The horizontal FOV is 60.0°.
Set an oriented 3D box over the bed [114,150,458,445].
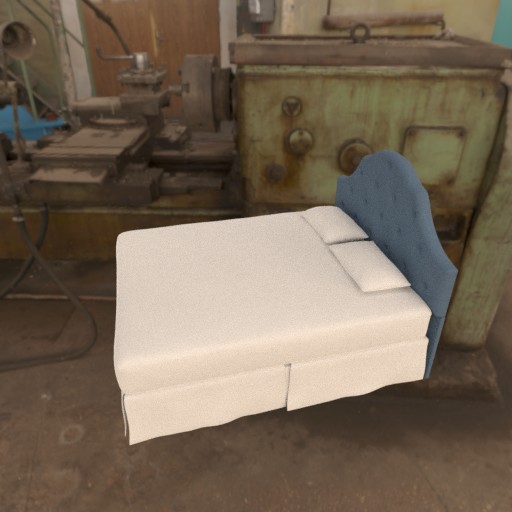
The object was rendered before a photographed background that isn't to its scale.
[{"bbox_3d":[0.000,0.000,3.835,2.477,1.617,2.039,-8,32,-12],"label":"bed"}]
